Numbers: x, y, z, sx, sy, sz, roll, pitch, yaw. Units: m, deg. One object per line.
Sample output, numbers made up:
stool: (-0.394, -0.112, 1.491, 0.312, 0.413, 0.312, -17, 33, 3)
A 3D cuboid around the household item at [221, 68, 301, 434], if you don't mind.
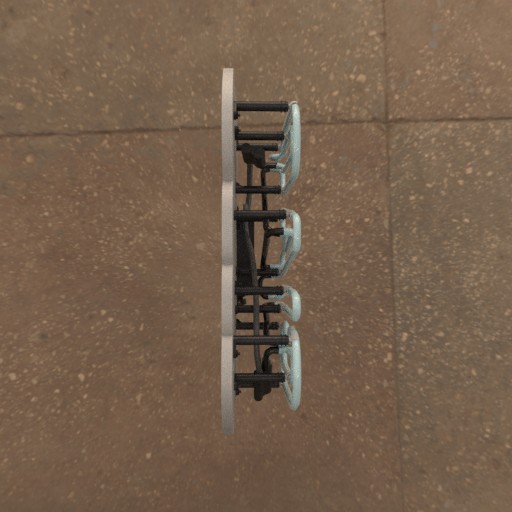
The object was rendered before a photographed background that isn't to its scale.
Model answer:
household item: (0.000, 0.000, 0.372, 0.042, 0.294, 0.211, 0, 89, -1)
